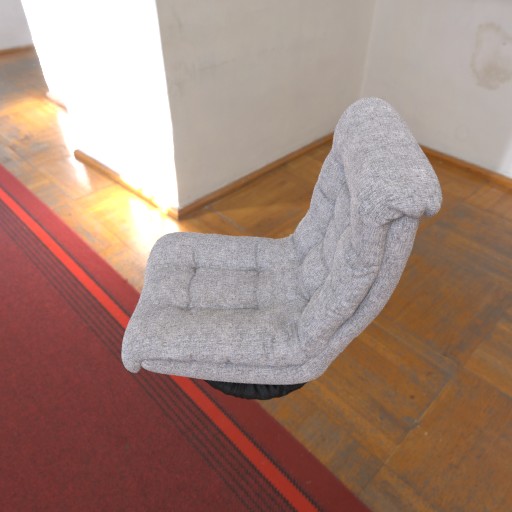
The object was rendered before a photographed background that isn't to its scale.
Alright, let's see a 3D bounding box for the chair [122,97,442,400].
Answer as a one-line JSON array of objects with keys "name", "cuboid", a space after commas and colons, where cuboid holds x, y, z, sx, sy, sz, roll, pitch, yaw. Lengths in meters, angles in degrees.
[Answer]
[{"name": "chair", "cuboid": [0.000, 0.000, 0.976, 0.583, 0.600, 0.400, 1, 41, 1]}]
